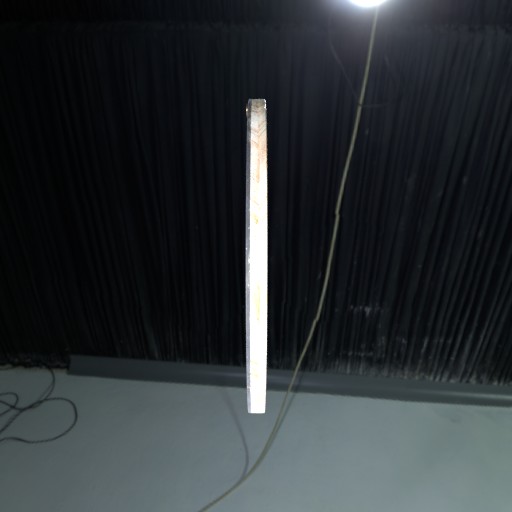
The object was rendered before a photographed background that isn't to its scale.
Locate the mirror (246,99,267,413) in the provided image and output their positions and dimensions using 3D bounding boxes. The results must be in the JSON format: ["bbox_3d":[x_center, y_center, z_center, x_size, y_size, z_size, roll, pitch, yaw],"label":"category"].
[{"bbox_3d":[0.000,0.000,1.066,0.038,0.710,0.710,0,31,0],"label":"mirror"}]
